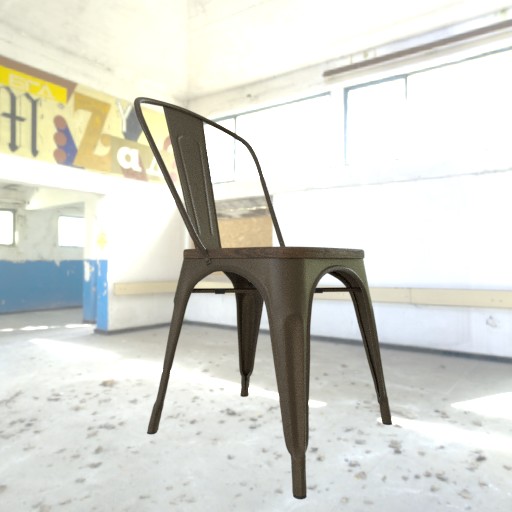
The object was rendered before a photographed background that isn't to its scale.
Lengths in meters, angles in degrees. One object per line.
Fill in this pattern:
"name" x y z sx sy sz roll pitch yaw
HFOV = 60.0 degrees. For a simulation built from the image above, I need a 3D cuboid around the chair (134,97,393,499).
"chair" 0.000 0.000 1.101 0.532 0.844 0.451 0 -1 37
